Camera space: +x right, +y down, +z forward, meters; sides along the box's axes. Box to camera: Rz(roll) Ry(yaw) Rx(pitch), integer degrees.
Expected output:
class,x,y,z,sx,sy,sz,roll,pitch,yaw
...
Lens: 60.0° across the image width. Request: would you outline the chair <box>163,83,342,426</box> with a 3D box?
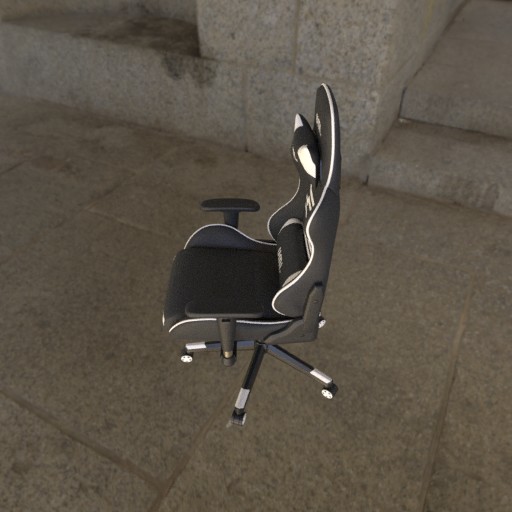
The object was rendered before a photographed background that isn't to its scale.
class,x,y,z,sx,sy,sz,roll,pitch,yaw
chair,0.000,0.000,1.662,0.700,1.240,0.700,-1,40,-1
